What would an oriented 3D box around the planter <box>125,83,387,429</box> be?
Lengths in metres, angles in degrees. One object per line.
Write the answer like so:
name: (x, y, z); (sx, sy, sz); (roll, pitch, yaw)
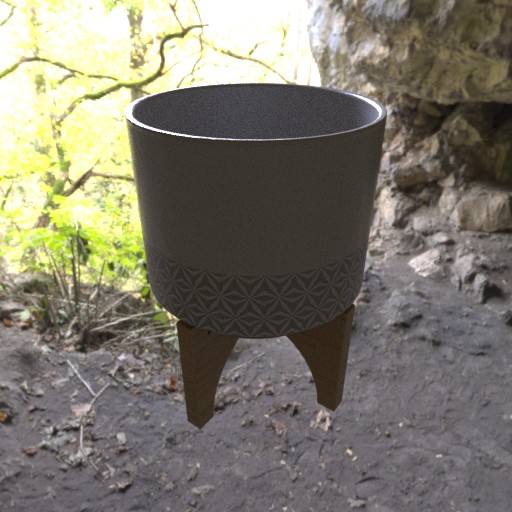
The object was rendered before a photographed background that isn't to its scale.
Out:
planter: (0.000, 0.000, 0.393); (0.188, 0.260, 0.188); (0, 31, 0)
